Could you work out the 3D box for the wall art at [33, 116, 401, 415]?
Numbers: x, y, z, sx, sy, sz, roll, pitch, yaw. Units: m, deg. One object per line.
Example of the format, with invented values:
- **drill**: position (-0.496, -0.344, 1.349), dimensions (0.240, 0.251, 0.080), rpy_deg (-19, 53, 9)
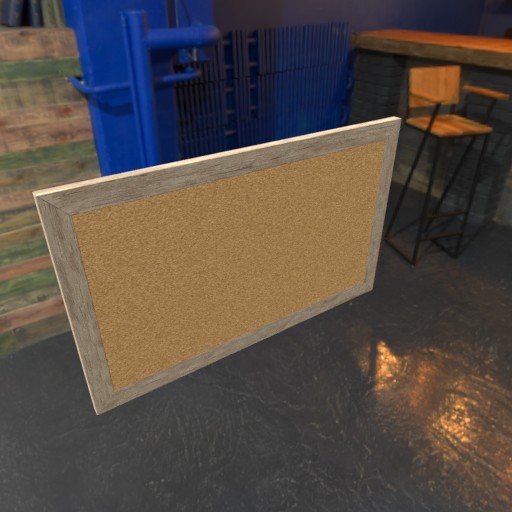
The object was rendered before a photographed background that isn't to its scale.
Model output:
- **wall art**: position (0.000, 0.000, 0.957), dimensions (0.780, 0.480, 0.021), rpy_deg (-19, 37, -28)
